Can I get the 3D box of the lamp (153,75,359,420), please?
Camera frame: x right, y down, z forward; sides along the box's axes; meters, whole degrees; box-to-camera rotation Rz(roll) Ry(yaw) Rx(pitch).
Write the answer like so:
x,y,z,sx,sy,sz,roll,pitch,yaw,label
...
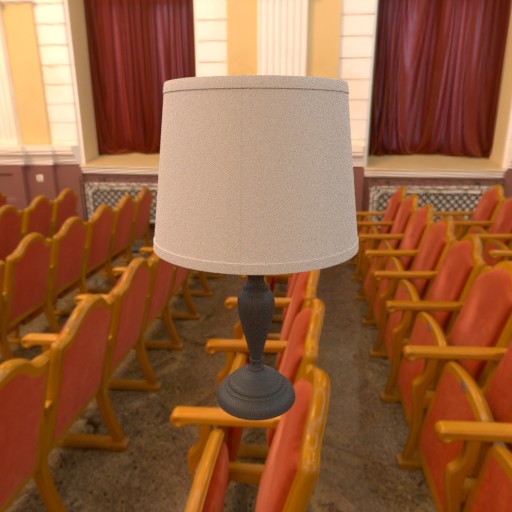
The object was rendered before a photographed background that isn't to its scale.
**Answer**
x,y,z,sx,sy,sz,roll,pitch,yaw,label
0.000,0.000,0.691,0.310,0.501,0.310,0,17,0,lamp
